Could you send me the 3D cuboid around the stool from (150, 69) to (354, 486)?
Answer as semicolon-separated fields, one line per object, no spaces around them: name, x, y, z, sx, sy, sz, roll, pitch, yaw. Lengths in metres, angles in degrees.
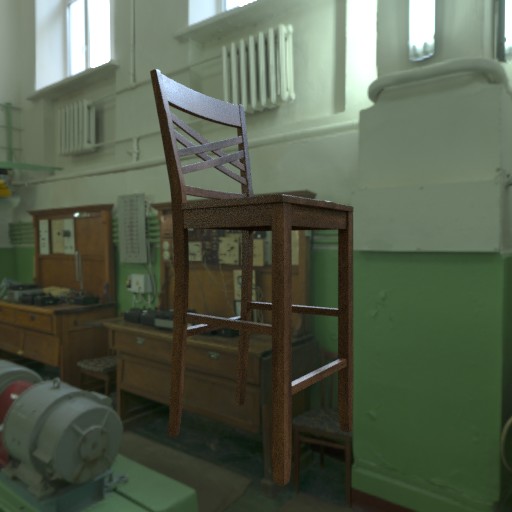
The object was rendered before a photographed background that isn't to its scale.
stool;0.000;0.000;1.366;0.487;1.105;0.433;1;2;36
